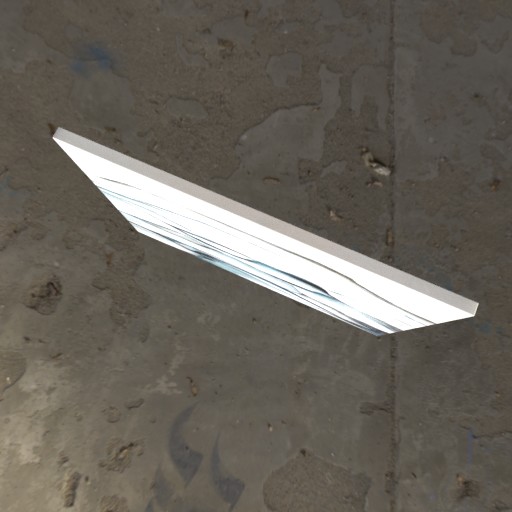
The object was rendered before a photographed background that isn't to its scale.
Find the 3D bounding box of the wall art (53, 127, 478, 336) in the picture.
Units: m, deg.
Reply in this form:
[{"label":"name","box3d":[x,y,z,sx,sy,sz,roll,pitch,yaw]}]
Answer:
[{"label":"wall art","box3d":[0.000,0.000,1.618,1.219,0.915,0.039,23,78,5]}]
